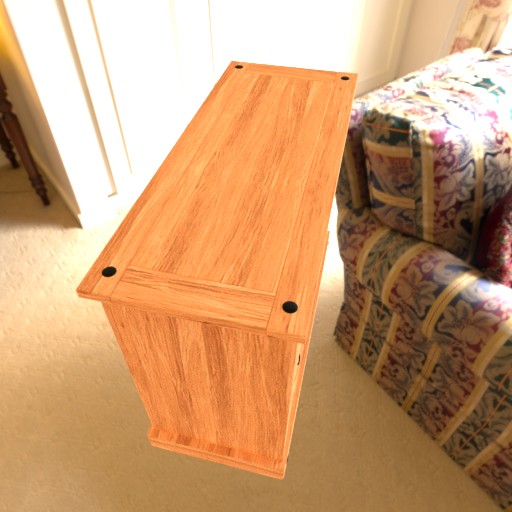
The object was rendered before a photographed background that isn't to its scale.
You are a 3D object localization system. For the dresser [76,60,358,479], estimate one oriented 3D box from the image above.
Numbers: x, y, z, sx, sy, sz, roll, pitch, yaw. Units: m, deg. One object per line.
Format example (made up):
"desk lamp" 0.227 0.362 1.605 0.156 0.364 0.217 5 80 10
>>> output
"dresser" 0.000 0.000 1.340 0.410 0.740 0.990 10 47 10
